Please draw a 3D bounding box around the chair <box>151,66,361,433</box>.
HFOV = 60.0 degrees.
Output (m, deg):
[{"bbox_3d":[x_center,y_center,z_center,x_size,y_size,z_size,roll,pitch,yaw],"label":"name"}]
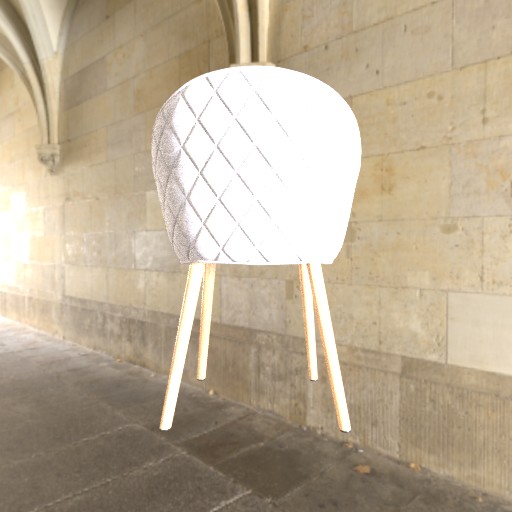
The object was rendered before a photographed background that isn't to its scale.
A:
[{"bbox_3d":[0.000,0.000,1.186,0.540,0.800,0.530,0,1,1],"label":"chair"}]
